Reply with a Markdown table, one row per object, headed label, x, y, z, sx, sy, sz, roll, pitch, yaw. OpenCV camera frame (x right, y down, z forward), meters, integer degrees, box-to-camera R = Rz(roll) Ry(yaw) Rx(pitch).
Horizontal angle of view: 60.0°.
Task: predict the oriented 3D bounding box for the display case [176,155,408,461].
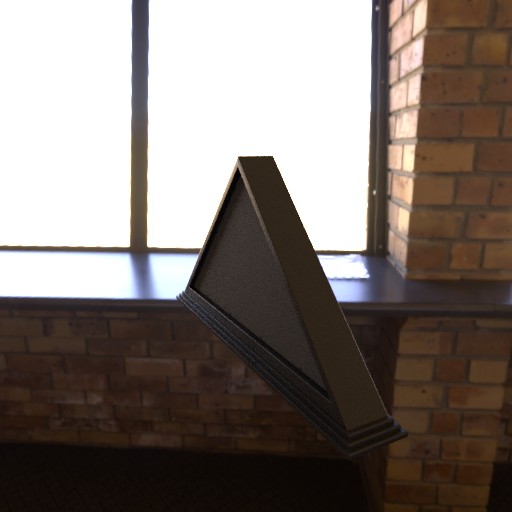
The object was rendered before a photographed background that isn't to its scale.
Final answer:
| label | x | y | z | sx | sy | sz | roll | pitch | yaw |
| --- | --- | --- | --- | --- | --- | --- | --- | --- | --- |
| display case | 0.000 | 0.000 | 0.771 | 0.095 | 0.340 | 0.640 | -7 | 16 | -27 |
